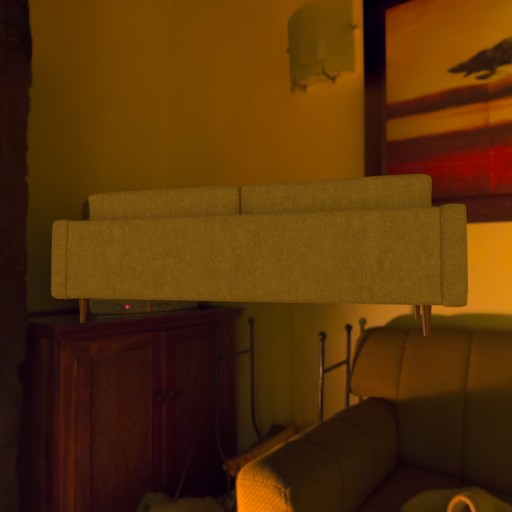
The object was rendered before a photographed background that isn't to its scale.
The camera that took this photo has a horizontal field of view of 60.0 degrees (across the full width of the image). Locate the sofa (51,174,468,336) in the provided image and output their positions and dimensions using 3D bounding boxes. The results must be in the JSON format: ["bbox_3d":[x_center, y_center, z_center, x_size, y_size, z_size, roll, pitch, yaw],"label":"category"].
[{"bbox_3d":[0.000,0.000,2.651,2.200,0.770,0.919,-1,-2,17],"label":"sofa"}]
